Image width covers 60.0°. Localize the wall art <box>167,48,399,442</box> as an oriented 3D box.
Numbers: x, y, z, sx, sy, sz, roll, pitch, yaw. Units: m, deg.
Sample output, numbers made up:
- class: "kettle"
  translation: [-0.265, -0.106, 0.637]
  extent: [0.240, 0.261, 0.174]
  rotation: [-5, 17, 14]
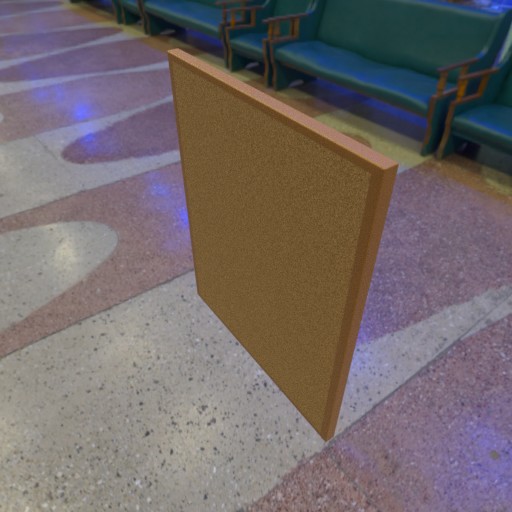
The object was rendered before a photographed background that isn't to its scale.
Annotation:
- class: "wall art"
  translation: [0.000, 0.000, 0.749]
  extent: [0.022, 0.553, 0.452]
  rotation: [-26, 47, -26]
